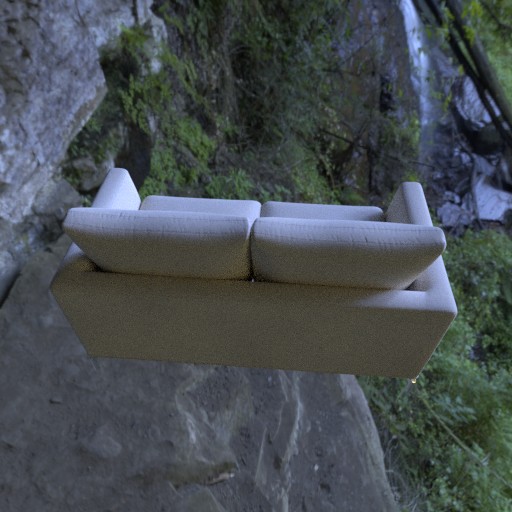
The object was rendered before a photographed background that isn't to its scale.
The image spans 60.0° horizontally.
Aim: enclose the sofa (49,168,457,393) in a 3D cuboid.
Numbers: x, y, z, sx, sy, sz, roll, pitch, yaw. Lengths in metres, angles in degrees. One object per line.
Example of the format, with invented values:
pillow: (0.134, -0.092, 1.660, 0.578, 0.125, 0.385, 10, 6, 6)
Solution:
sofa: (0.000, 0.000, 2.305, 1.739, 0.995, 0.906, 3, 47, 3)
